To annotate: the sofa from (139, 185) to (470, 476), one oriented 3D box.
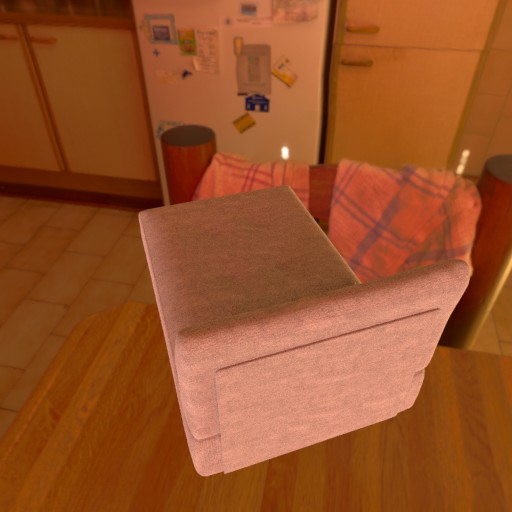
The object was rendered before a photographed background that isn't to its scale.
[{"bbox_3d":[0.000,0.000,1.977,0.930,0.820,1.450,-12,42,-14],"label":"sofa"}]
